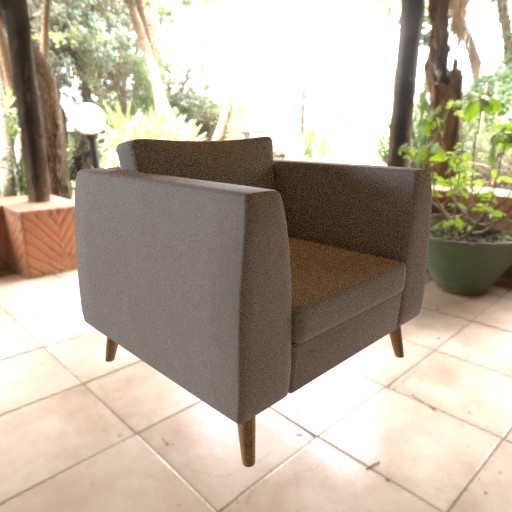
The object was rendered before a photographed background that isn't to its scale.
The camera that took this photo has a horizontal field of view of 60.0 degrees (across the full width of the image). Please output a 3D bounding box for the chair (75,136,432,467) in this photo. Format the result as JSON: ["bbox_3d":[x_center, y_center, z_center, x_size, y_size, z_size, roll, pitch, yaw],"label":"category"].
[{"bbox_3d":[0.000,0.000,1.677,1.000,0.860,0.930,-15,22,-43],"label":"chair"}]
